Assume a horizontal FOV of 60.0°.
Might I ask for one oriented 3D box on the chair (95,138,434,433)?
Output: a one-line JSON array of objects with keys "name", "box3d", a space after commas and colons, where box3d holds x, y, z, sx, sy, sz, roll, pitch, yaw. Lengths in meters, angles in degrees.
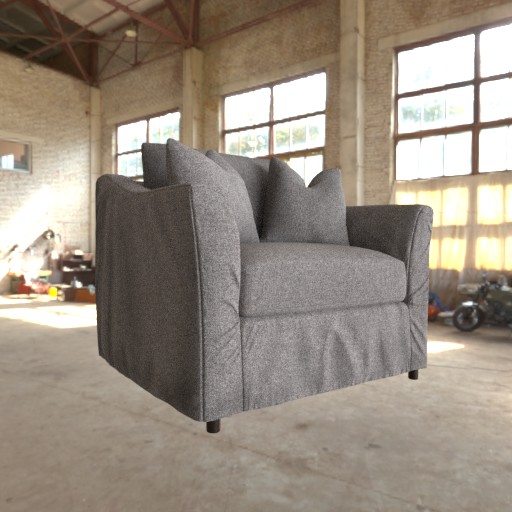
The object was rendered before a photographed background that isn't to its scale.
[{"name": "chair", "box3d": [0.000, 0.000, 2.037, 1.194, 1.059, 1.071, 0, 1, -35]}]
